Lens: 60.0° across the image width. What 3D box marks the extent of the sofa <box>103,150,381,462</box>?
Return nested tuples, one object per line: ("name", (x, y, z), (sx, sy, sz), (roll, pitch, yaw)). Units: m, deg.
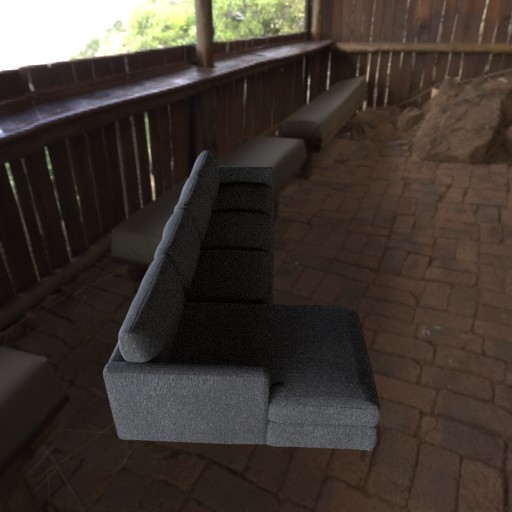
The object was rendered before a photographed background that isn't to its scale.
("sofa", (0.000, 0.000, 3.389), (1.350, 0.810, 2.932), (1, 31, 2))
